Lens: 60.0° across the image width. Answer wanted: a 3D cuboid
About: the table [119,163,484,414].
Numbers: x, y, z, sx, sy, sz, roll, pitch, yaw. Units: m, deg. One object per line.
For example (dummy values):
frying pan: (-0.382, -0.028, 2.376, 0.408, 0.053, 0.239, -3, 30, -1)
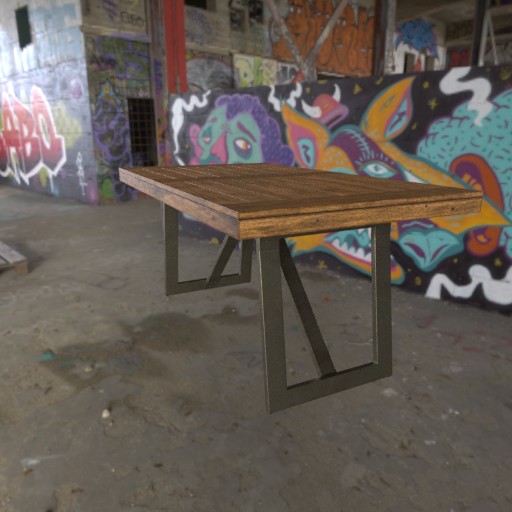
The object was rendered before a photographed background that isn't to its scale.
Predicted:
table: (0.000, 0.000, 2.134, 0.931, 0.757, 1.641, -8, 17, -26)
